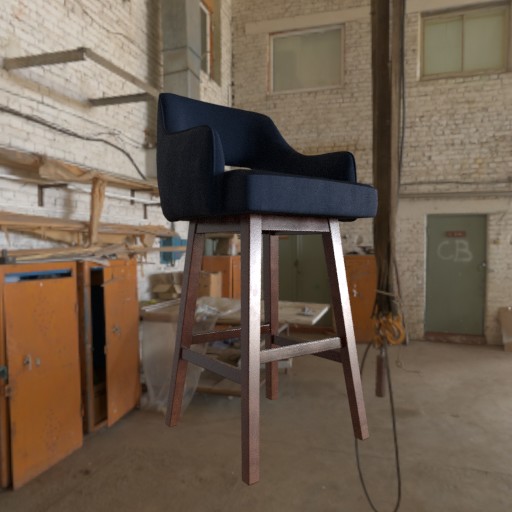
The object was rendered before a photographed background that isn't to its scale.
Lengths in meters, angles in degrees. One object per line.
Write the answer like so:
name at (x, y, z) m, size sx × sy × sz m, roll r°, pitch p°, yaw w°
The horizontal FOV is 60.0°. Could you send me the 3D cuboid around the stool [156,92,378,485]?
stool at (0.000, 0.000, 1.330) m, size 0.550 × 1.041 × 0.560 m, roll -1°, pitch 2°, yaw -37°
